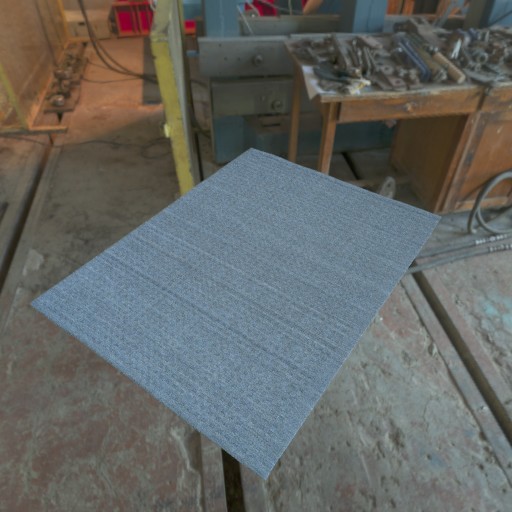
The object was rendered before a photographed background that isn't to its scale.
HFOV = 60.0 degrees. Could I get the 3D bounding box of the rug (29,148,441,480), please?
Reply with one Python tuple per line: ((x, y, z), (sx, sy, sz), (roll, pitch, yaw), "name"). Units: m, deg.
((0.000, 0.000, 4.172), (2.443, 0.007, 3.200), (26, 49, 25), "rug")
